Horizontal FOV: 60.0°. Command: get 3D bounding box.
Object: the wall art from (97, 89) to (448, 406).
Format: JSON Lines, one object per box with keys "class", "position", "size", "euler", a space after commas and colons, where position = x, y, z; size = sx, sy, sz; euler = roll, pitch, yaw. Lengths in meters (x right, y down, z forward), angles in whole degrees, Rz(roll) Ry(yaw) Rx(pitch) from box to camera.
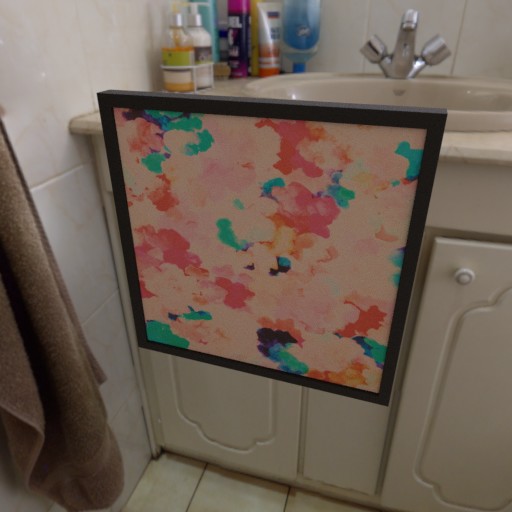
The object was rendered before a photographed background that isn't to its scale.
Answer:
{"class": "wall art", "position": [0.000, 0.000, 0.748], "size": [0.506, 0.503, 0.036], "euler": [9, 30, 16]}
